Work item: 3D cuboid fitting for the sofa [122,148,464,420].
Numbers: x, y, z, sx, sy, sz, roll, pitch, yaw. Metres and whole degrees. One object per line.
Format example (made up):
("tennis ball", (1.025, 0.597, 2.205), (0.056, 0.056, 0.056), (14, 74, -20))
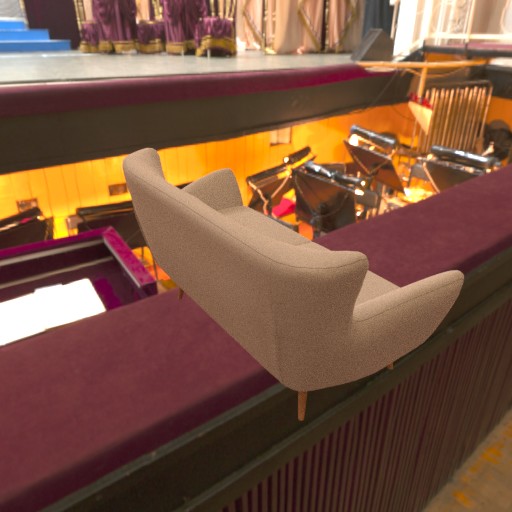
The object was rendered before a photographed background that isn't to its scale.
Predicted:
("sofa", (0.000, 0.000, 2.436), (0.899, 0.890, 1.930), (-18, 33, -31))
